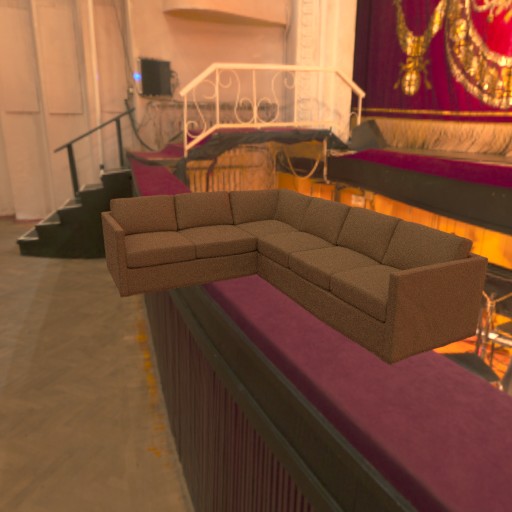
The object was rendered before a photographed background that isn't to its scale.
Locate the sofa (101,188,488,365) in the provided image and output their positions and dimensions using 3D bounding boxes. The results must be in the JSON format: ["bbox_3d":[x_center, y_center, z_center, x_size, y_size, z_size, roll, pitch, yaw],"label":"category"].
[{"bbox_3d":[0.000,0.000,4.308,2.432,0.871,3.182,-8,19,-25],"label":"sofa"}]
